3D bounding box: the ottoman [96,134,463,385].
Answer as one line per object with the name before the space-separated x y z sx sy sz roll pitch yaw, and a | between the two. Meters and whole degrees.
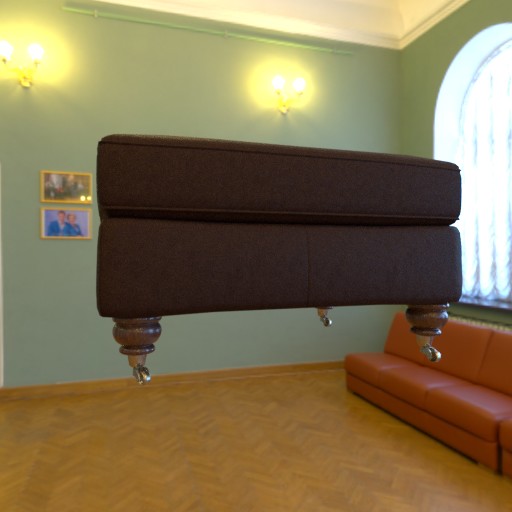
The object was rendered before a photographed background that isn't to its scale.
ottoman | 0.000 0.000 1.766 1.187 0.730 0.967 0 0 -19
